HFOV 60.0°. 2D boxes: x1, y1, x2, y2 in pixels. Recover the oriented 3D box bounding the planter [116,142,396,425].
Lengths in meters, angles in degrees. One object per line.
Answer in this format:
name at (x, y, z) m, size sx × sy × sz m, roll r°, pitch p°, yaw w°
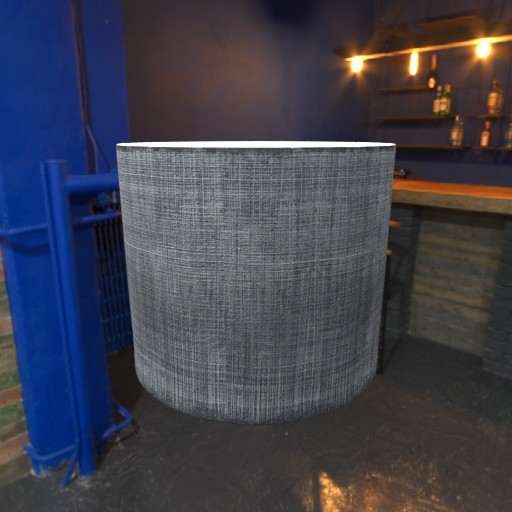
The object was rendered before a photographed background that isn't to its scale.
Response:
planter at (0.000, 0.000, 0.449) m, size 0.254 × 0.221 × 0.254 m, roll 0°, pitch 15°, yaw 0°
